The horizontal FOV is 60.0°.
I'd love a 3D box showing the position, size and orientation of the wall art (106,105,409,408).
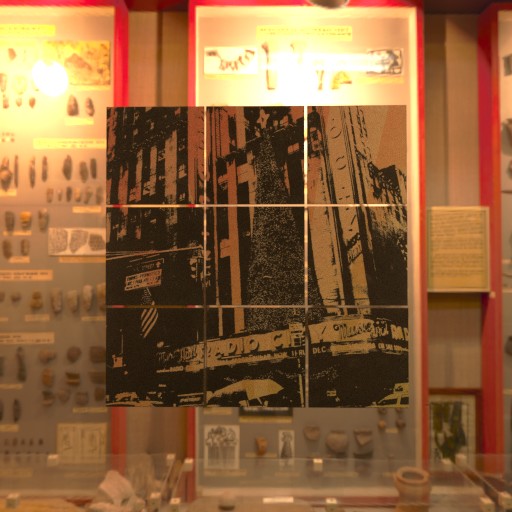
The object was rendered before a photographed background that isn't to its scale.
[{"bbox_3d":[0.000,0.000,1.353,0.919,0.917,0.010,0,-1,1],"label":"wall art"}]
